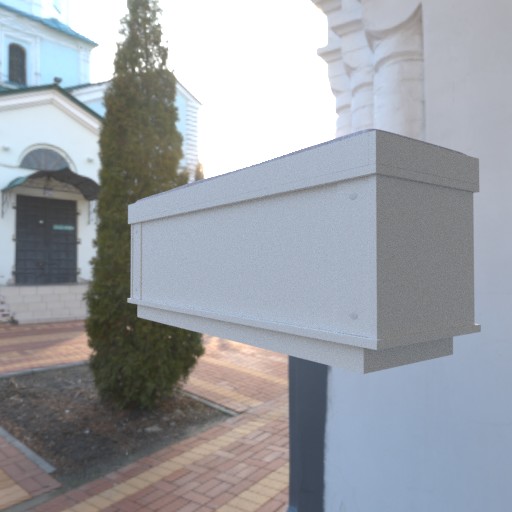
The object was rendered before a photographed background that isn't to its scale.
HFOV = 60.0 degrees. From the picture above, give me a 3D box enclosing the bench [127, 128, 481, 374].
[{"bbox_3d":[0.000,0.000,1.352,0.363,0.453,1.196,1,-1,-36],"label":"bench"}]
